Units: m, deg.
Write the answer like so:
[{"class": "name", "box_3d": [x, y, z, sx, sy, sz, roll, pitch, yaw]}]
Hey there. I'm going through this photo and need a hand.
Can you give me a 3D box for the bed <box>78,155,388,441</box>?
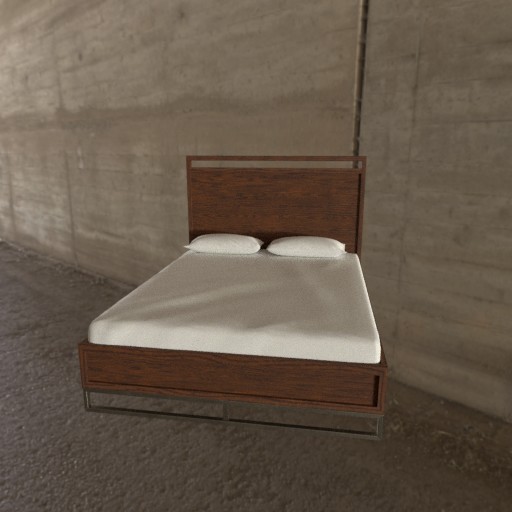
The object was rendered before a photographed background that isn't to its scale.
[{"class": "bed", "box_3d": [0.000, 0.000, 3.453, 1.765, 1.487, 2.218, 2, 14, 9]}]
